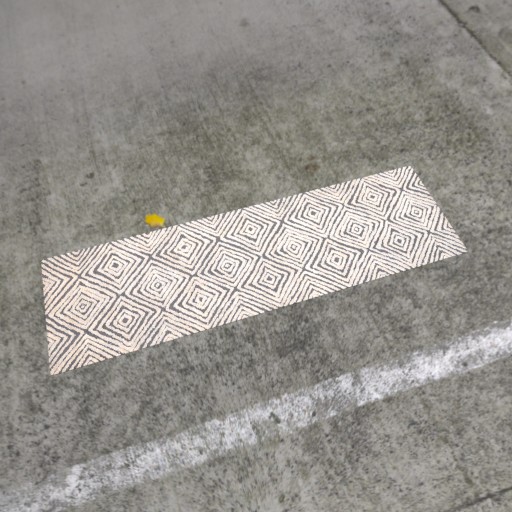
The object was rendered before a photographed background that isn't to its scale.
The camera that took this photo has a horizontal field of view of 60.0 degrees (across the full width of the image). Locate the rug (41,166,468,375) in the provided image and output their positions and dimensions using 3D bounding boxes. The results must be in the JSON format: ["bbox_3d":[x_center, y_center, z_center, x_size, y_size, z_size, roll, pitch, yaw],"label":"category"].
[{"bbox_3d":[0.000,0.000,2.465,2.277,0.008,0.676,-15,60,-9],"label":"rug"}]
